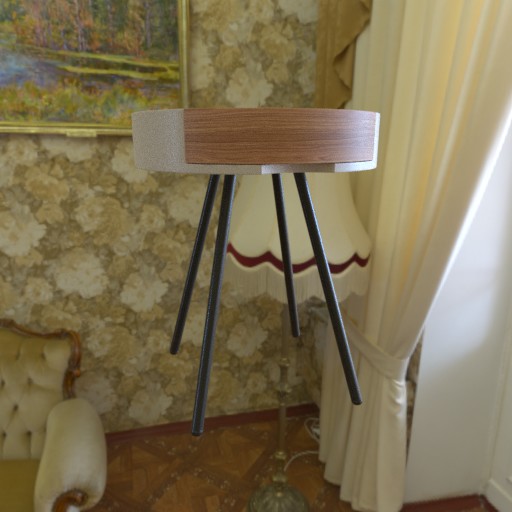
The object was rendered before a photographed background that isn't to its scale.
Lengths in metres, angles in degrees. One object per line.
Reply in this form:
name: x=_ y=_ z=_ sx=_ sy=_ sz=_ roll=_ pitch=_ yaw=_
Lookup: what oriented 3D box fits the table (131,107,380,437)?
table: x=0.000 y=0.000 z=0.866 sx=0.450 sy=0.525 sz=0.450 roll=0 pitch=15 yaw=0
